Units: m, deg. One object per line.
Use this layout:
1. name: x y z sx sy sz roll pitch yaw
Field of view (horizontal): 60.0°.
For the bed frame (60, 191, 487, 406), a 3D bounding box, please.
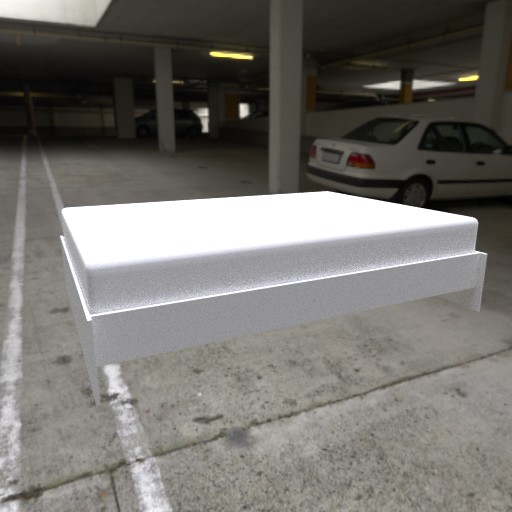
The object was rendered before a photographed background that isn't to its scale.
1. bed frame: 0.000 0.000 2.509 1.945 0.497 1.445 -7 17 -25
